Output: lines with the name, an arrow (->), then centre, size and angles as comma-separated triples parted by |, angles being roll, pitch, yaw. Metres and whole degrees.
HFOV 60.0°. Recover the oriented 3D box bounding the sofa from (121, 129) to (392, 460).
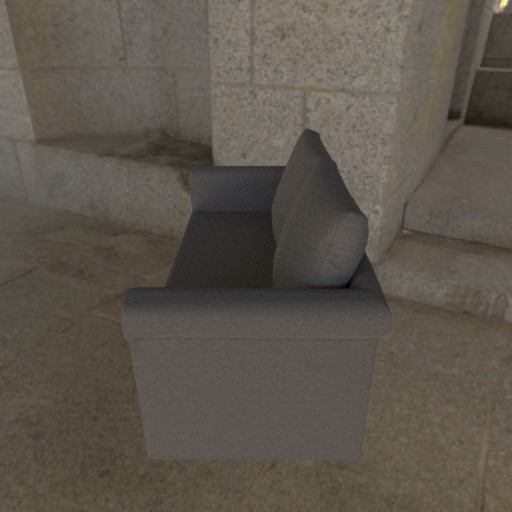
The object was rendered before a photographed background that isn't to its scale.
sofa -> 0.000, 0.000, 1.920 | 0.741, 0.872, 1.460 | 0, 27, 0
